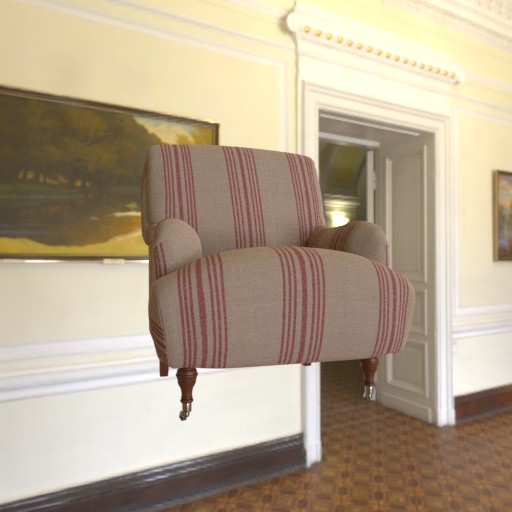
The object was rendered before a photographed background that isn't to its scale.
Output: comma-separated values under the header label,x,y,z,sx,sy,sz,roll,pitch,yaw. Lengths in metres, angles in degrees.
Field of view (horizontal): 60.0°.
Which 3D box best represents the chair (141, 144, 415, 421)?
label,x,y,z,sx,sy,sz,roll,pitch,yaw
chair,0.000,0.000,1.892,0.933,1.123,1.058,0,-1,-17
